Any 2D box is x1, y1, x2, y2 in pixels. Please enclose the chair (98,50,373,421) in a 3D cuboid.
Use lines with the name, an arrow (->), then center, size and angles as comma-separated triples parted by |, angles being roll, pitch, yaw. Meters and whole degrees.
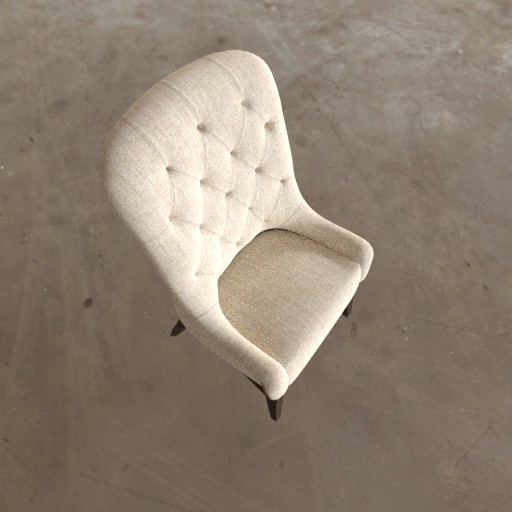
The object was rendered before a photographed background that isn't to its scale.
chair -> 0.000, 0.000, 1.471 | 0.629, 1.091, 0.634 | 32, 63, 18
